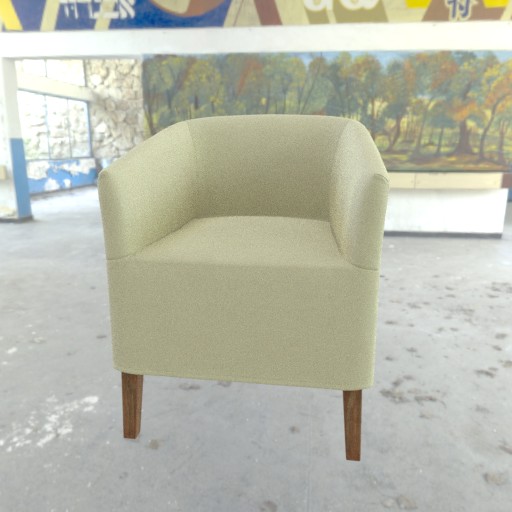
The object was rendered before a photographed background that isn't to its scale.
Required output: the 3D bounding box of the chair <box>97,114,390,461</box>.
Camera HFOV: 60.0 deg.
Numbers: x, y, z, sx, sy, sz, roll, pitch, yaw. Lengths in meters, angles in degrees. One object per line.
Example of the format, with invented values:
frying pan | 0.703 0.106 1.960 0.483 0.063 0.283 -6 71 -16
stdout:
chair | 0.000 0.000 1.289 0.643 0.822 0.657 2 14 8
